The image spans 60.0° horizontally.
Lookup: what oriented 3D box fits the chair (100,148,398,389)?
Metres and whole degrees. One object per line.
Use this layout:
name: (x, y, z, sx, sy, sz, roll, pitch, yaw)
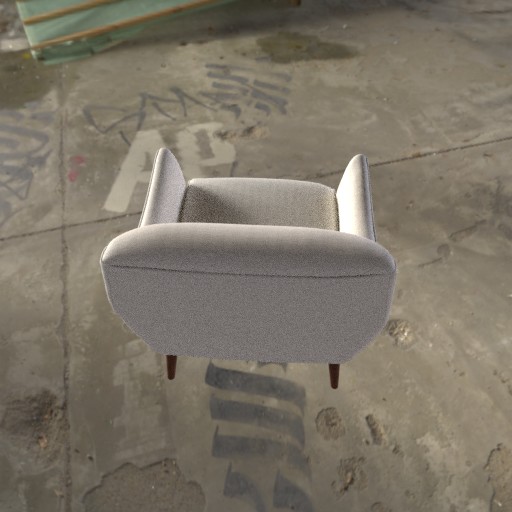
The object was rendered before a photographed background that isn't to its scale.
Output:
chair: (0.000, 0.000, 1.446, 0.762, 0.838, 0.787, 3, 48, 2)
